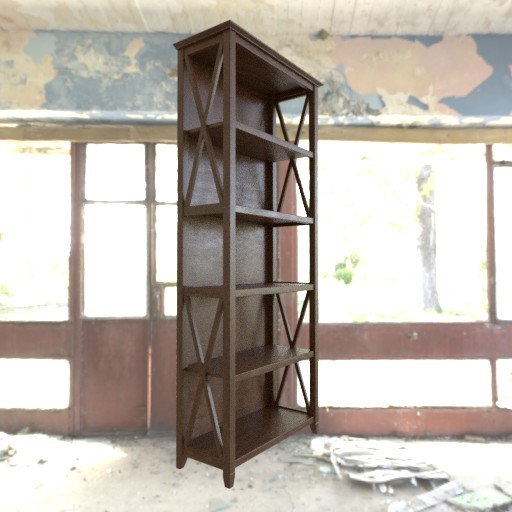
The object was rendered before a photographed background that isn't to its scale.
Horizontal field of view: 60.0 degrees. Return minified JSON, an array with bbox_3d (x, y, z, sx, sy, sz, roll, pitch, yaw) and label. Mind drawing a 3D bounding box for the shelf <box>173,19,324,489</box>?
[{"bbox_3d":[0.000,0.000,2.202,0.335,1.905,0.805,-1,-1,37],"label":"shelf"}]
